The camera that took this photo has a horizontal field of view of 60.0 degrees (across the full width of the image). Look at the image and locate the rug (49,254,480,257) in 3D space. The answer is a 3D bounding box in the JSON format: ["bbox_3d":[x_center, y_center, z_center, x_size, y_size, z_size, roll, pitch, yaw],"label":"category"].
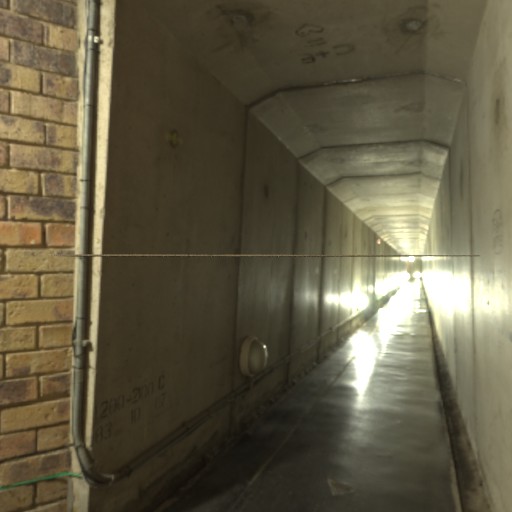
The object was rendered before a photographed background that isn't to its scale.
[{"bbox_3d":[0.000,0.000,3.076,2.433,0.007,1.507,0,0,-17],"label":"rug"}]
